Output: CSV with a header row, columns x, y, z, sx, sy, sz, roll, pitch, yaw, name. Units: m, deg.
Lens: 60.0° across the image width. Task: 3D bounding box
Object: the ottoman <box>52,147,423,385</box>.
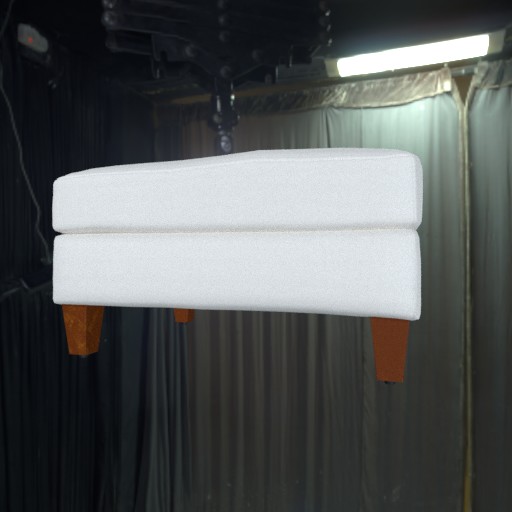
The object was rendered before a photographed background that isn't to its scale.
x,y,z,sx,sy,sz,roll,pitch,yaw,name
0.000,0.000,1.185,0.818,0.479,0.634,0,0,18,ottoman
